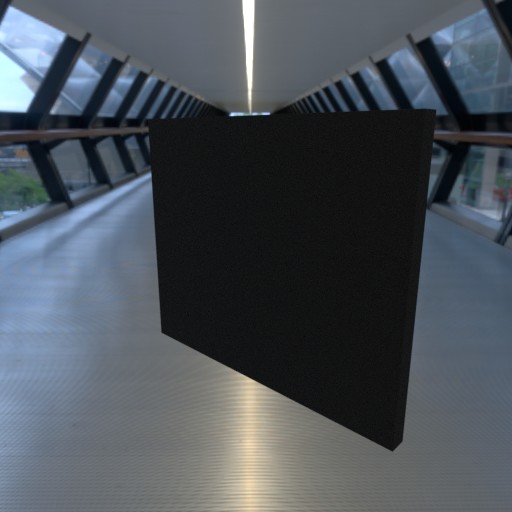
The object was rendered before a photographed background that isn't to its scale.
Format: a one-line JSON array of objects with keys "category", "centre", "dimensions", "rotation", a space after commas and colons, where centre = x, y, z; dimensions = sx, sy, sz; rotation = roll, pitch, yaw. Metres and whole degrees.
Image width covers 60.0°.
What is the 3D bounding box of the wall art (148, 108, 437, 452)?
[{"category": "wall art", "centre": [0.000, 0.000, 0.756], "dimensions": [0.558, 0.457, 0.031], "rotation": [14, 21, 42]}]
